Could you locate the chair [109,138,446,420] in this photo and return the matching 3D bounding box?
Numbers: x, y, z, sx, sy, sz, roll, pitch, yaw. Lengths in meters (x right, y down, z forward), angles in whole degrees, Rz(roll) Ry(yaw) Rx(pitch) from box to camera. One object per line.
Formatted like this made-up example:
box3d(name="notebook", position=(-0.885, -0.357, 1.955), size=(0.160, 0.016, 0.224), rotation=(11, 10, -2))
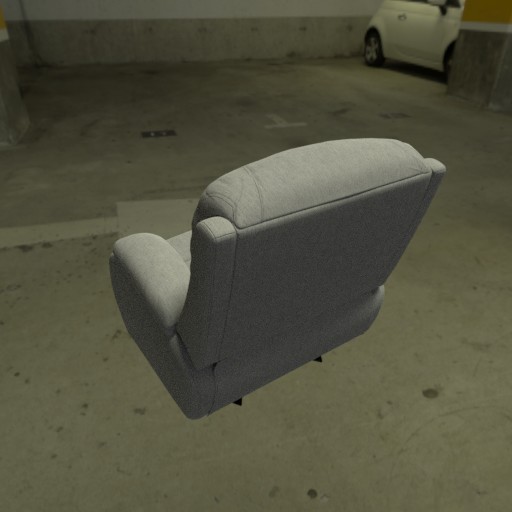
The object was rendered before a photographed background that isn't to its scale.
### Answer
box3d(name="chair", position=(0.000, 0.000, 1.705), size=(0.930, 1.011, 0.899), rotation=(-19, 35, -30))
